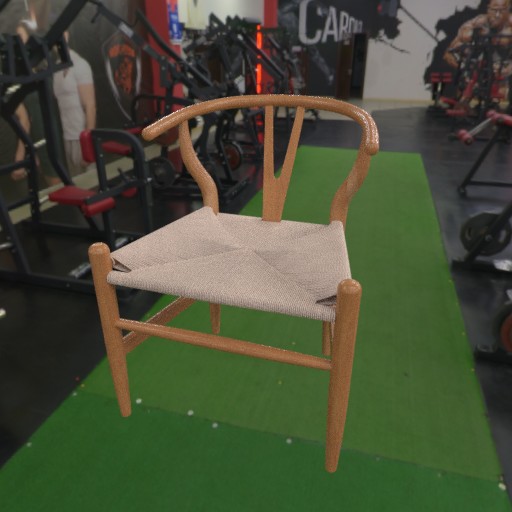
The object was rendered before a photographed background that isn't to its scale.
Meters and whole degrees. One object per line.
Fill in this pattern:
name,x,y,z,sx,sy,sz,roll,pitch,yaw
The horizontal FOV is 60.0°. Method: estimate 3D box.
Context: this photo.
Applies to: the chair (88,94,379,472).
chair,0.000,0.000,1.137,0.569,0.730,0.579,8,27,16
